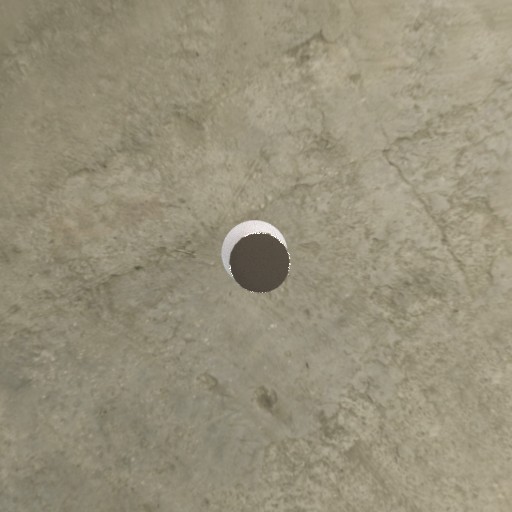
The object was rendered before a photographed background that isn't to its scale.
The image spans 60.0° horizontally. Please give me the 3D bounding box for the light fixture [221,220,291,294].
[{"bbox_3d":[0.000,0.000,1.495,0.324,1.354,0.324,0,91,-1],"label":"light fixture"}]
